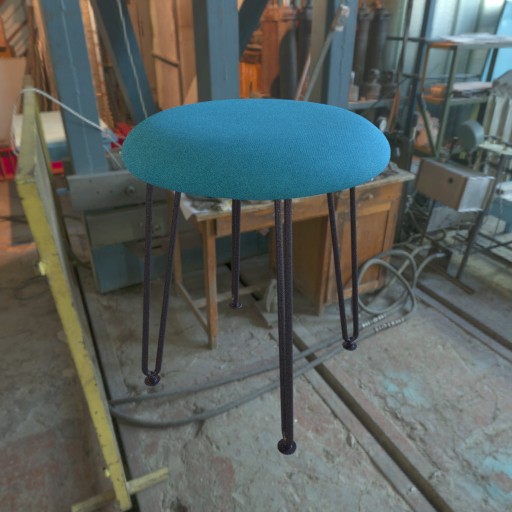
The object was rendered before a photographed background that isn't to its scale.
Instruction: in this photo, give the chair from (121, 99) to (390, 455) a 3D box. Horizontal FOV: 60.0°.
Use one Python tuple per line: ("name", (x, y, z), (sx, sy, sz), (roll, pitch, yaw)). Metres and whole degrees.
("chair", (0.000, 0.000, 0.680), (0.350, 0.430, 0.350), (9, 30, 16))
